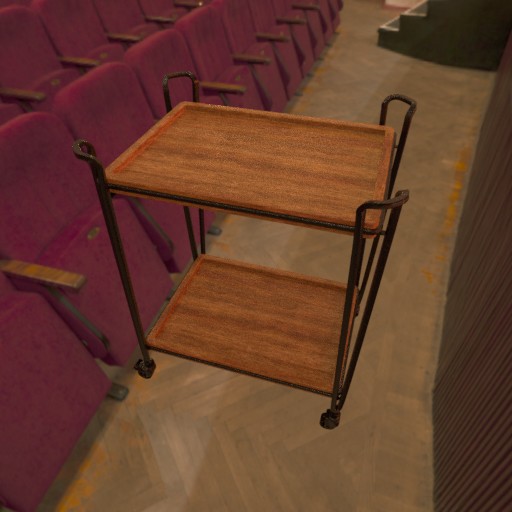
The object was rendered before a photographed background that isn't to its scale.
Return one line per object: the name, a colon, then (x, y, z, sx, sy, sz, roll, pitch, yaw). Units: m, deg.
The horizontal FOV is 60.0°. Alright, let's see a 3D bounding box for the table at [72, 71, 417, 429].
table: (0.000, 0.000, 1.228, 0.672, 0.785, 0.505, 11, 42, 13)
